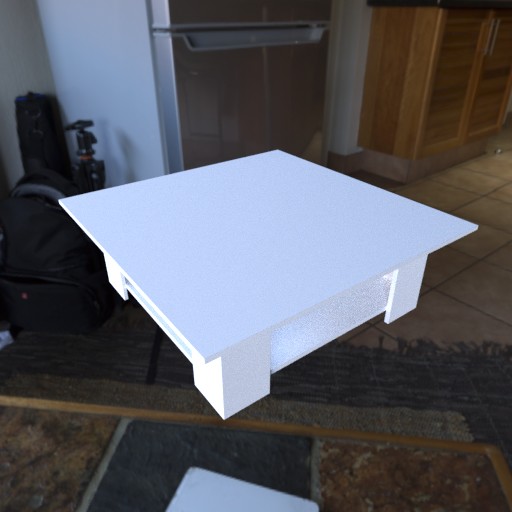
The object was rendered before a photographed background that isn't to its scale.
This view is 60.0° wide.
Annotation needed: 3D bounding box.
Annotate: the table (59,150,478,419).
[{"bbox_3d":[0.000,0.000,1.395,0.890,0.305,0.890,-21,36,-31],"label":"table"}]
